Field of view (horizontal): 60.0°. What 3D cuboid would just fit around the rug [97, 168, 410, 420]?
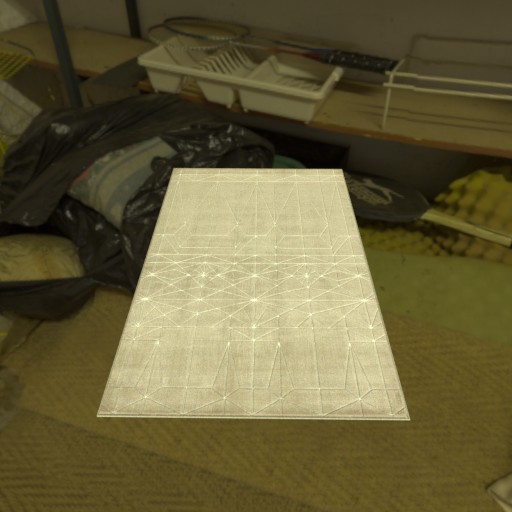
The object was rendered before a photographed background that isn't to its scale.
[{"bbox_3d":[0.000,0.000,3.083,1.524,0.012,2.438,0,40,1],"label":"rug"}]
